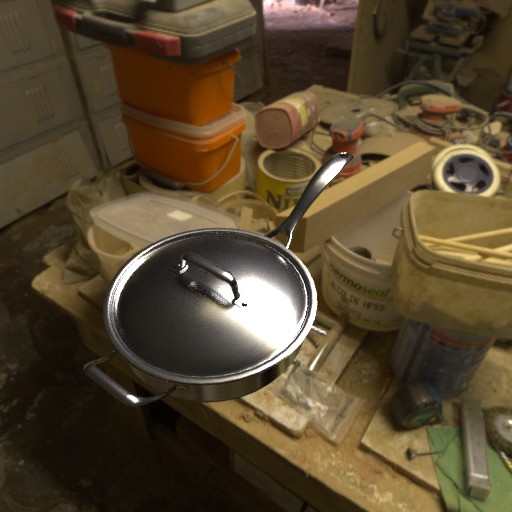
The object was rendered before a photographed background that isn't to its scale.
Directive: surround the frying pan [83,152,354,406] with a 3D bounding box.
[{"bbox_3d":[0.000,0.000,0.655,0.280,0.114,0.561,26,47,26],"label":"frying pan"}]
